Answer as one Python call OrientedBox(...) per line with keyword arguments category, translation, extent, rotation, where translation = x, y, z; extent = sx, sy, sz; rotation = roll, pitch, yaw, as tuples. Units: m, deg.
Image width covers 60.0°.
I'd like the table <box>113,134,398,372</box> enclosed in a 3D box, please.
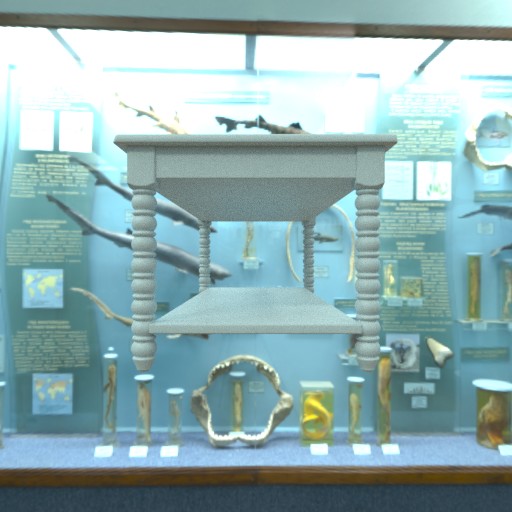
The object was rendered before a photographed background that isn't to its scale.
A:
OrientedBox(category="table", translation=(0.000, 0.000, 1.469), extent=(0.580, 0.487, 1.171), rotation=(0, 0, 0))
